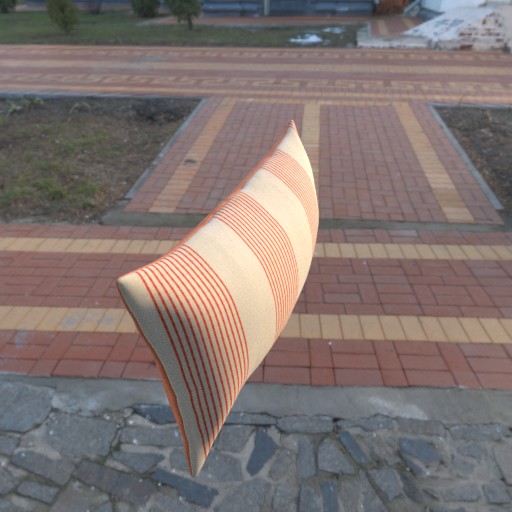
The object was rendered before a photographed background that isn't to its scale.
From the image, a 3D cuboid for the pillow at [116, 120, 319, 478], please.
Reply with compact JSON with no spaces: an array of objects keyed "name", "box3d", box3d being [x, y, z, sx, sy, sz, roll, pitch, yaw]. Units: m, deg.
[{"name":"pillow","box3d":[0.000,0.000,0.726,0.156,0.292,0.608,11,34,17]}]
